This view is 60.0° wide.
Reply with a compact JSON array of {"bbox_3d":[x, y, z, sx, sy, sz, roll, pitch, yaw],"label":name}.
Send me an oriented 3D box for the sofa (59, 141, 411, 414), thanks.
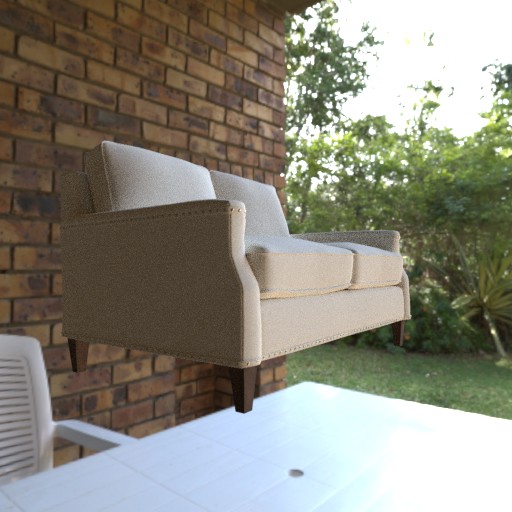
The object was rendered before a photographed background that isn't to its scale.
[{"bbox_3d":[0.000,0.000,2.237,1.084,1.003,1.597,-1,-2,36],"label":"sofa"}]
